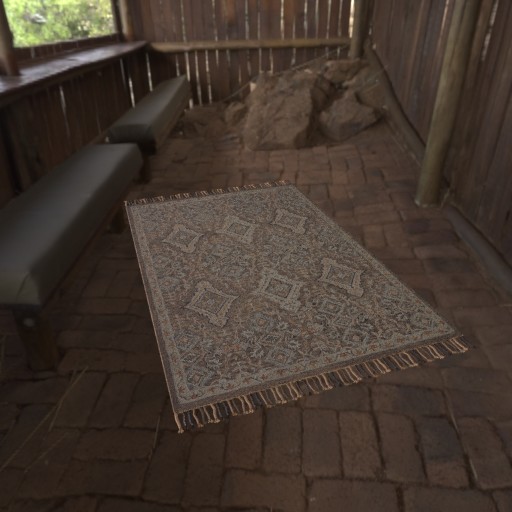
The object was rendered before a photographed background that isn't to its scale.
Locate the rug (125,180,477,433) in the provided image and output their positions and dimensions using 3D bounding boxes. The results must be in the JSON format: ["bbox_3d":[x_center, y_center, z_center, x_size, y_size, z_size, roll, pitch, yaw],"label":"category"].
[{"bbox_3d":[0.000,0.000,2.995,1.516,0.010,2.434,-10,32,-16],"label":"rug"}]
